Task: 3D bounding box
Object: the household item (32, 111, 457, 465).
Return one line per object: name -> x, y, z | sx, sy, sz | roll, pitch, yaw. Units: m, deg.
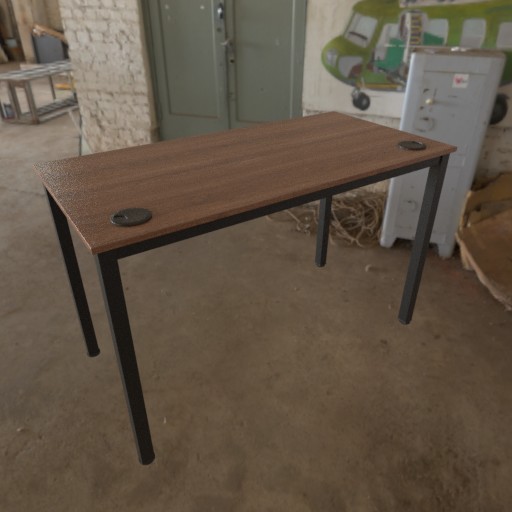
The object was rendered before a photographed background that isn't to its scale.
household item -> 0.000, 0.000, 1.581 | 1.200, 0.750, 0.600 | -19, 36, -28
